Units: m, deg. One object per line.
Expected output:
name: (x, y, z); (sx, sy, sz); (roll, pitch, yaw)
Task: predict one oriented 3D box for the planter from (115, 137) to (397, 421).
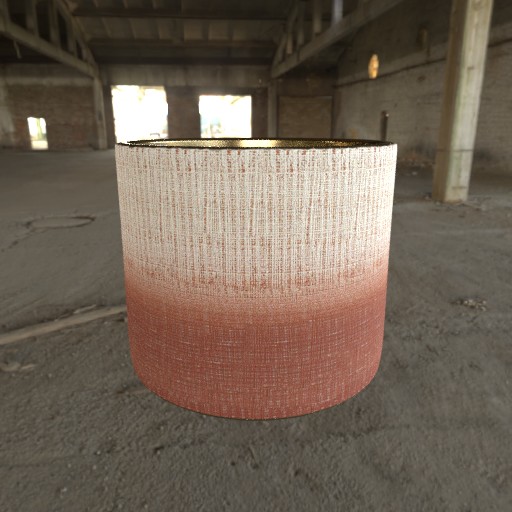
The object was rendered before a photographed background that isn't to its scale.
planter: (0.000, 0.000, 0.439); (0.254, 0.221, 0.254); (0, 16, 0)
